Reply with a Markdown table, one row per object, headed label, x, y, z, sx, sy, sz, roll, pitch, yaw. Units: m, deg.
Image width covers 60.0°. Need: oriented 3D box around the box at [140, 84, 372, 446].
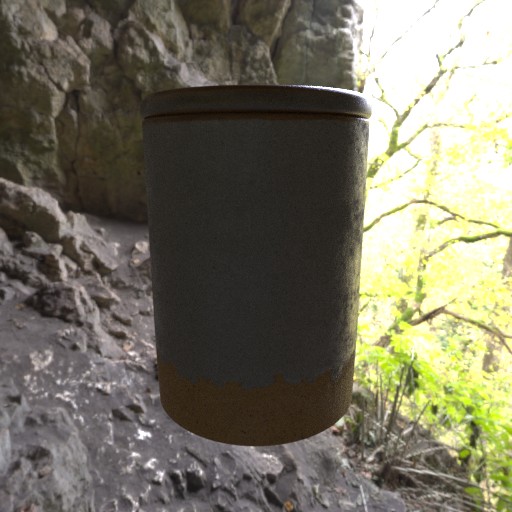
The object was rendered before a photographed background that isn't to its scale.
| label | x | y | z | sx | sy | sz | roll | pitch | yaw |
| --- | --- | --- | --- | --- | --- | --- | --- | --- | --- |
| box | 0.000 | 0.000 | 0.250 | 0.118 | 0.168 | 0.118 | 0 | 13 | 0 |
